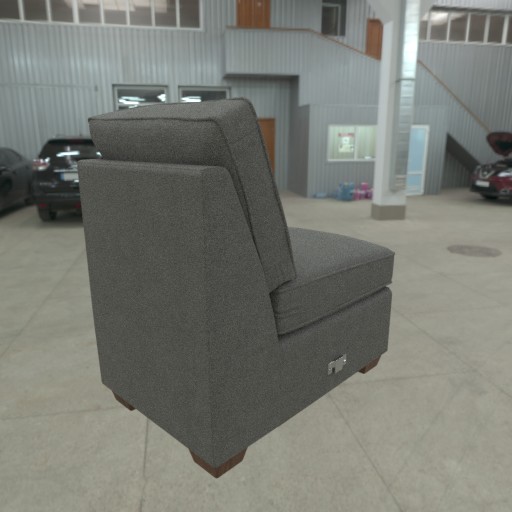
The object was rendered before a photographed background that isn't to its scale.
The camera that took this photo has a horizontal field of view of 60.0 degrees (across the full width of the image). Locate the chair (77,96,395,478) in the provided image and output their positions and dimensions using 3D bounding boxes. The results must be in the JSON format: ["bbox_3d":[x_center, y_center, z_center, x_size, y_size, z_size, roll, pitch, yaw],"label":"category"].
[{"bbox_3d":[0.000,0.000,1.532,0.621,0.970,0.938,14,20,42],"label":"chair"}]
